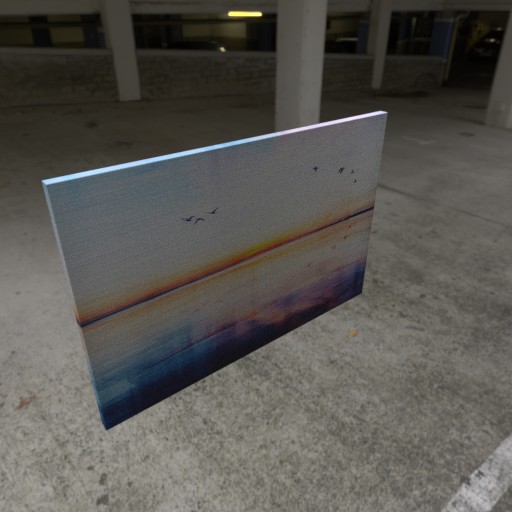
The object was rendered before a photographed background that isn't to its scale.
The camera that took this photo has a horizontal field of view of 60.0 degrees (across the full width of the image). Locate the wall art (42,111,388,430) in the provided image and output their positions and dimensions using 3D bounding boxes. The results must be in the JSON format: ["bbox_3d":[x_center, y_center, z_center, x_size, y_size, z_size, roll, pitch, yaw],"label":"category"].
[{"bbox_3d":[0.000,0.000,0.756,0.604,0.402,0.018,-21,36,-33],"label":"wall art"}]
